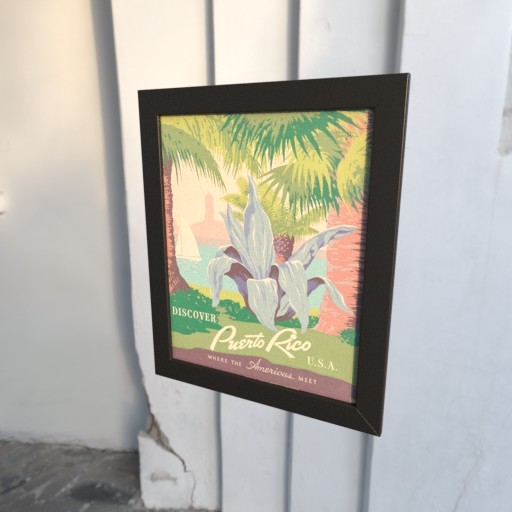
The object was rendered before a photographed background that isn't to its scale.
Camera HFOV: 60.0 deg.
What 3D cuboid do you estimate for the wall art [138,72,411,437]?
[{"bbox_3d":[0.000,0.000,0.795,0.481,0.582,0.018,7,16,25],"label":"wall art"}]
